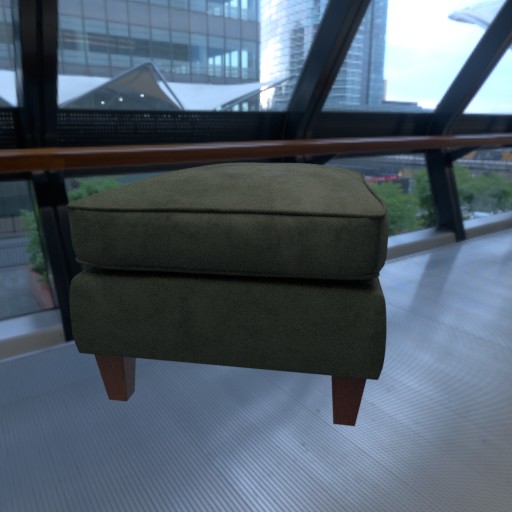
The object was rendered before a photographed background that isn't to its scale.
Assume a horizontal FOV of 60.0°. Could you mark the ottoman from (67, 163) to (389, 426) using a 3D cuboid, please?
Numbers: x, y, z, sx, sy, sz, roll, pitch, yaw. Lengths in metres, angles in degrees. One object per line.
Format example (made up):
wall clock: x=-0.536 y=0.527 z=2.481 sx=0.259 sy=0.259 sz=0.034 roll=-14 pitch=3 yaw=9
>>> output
ottoman: x=0.000 y=0.000 z=1.241 sx=0.632 sy=0.495 sz=0.864 roll=3 pitch=15 yaw=10
